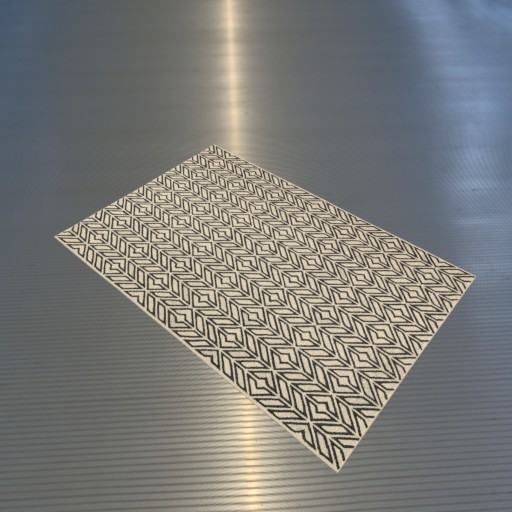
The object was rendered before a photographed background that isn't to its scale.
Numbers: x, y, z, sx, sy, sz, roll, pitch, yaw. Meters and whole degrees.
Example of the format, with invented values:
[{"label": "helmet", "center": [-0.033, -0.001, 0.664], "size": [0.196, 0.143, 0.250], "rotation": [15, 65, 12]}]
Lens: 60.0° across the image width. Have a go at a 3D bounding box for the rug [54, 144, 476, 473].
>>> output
[{"label": "rug", "center": [0.000, 0.000, 2.293], "size": [1.828, 0.007, 1.220], "rotation": [32, 54, 27]}]
